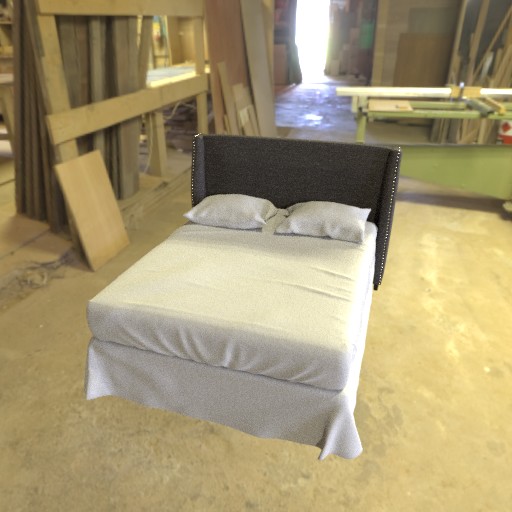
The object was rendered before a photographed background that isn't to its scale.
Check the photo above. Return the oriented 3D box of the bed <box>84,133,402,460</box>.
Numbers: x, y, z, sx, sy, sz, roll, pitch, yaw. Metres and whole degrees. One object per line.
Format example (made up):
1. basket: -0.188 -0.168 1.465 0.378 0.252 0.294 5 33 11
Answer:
1. bed: 0.000 0.000 3.377 1.925 1.332 2.276 8 28 16
